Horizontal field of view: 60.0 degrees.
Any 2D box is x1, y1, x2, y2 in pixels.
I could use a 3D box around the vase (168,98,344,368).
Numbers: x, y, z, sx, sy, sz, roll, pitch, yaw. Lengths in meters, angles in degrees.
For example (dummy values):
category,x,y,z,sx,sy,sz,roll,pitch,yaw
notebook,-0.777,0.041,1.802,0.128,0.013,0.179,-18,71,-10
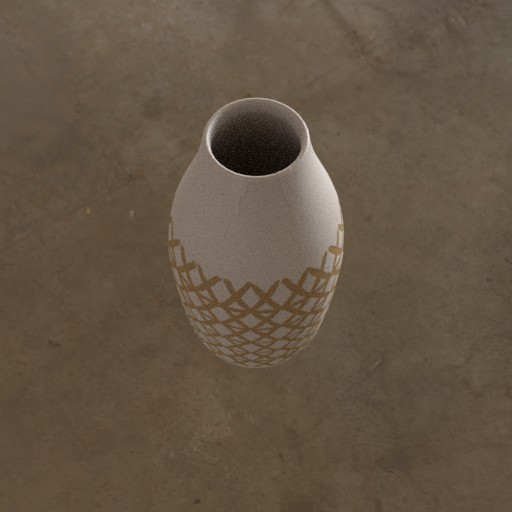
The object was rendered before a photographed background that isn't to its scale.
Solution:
category,x,y,z,sx,sy,sz,roll,pitch,yaw
vase,0.000,0.000,0.481,0.186,0.380,0.186,0,64,0
